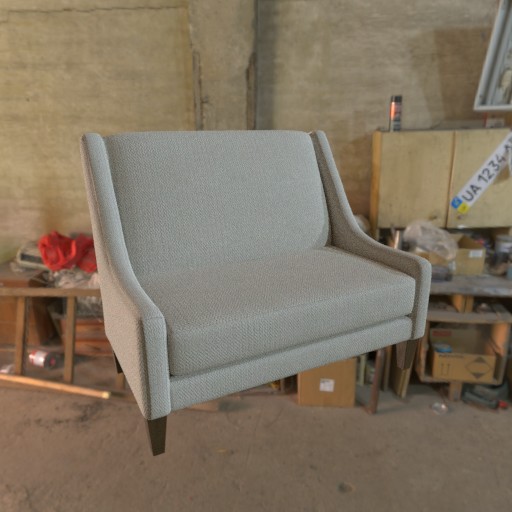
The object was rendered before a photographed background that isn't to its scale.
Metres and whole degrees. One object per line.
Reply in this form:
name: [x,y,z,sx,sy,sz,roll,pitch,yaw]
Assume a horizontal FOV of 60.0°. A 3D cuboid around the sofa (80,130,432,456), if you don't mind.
sofa: [0.000,0.000,1.899,1.242,1.022,0.870,-9,19,-27]
